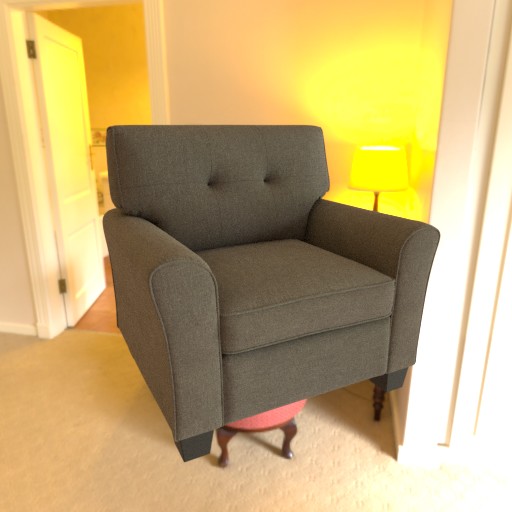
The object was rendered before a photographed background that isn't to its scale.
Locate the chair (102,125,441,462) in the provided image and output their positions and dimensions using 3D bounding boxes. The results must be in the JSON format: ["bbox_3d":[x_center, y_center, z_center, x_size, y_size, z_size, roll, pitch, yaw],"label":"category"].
[{"bbox_3d":[0.000,0.000,1.567,0.941,0.890,0.816,-8,18,-26],"label":"chair"}]
